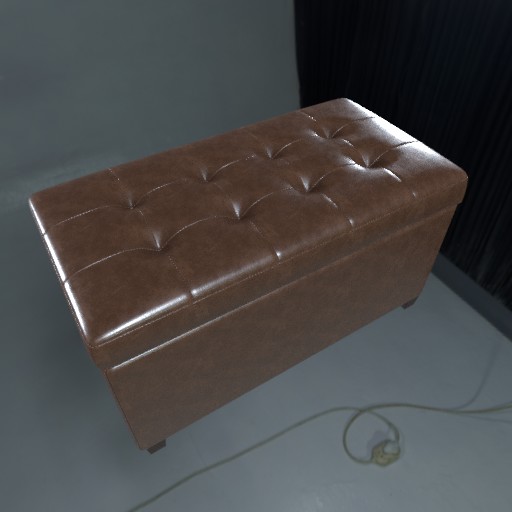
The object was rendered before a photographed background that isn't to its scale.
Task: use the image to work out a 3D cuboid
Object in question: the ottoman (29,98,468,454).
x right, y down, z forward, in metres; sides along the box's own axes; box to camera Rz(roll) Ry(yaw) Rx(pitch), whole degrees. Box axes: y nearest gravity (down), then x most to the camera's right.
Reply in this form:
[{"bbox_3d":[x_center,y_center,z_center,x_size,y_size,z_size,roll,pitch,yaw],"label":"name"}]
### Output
[{"bbox_3d":[0.000,0.000,1.070,0.838,0.470,0.432,-24,50,-22],"label":"ottoman"}]
